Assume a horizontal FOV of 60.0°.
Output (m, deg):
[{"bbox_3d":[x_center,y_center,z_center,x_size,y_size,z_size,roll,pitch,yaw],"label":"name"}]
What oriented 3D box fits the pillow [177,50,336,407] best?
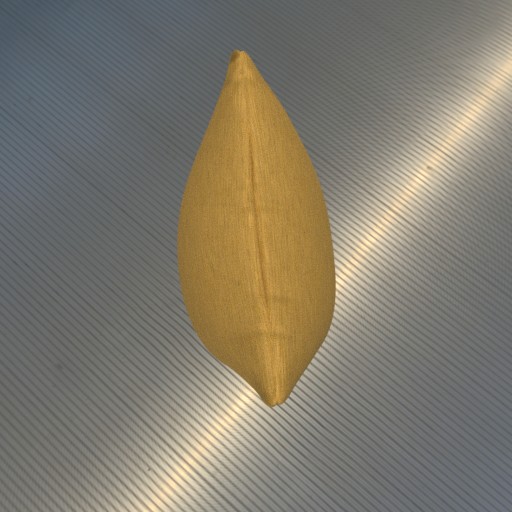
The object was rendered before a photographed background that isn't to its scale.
[{"bbox_3d":[0.000,0.000,0.696,0.247,0.417,0.435,-5,75,-1],"label":"pillow"}]
